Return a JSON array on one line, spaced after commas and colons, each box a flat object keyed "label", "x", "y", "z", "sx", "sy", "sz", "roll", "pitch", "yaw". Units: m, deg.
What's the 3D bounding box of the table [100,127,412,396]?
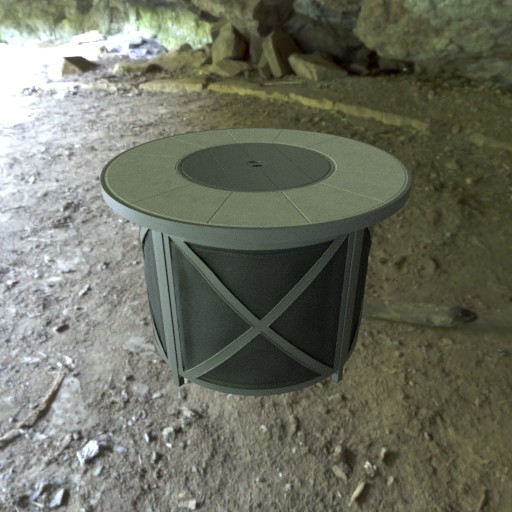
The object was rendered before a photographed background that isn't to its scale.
[{"label": "table", "x": 0.000, "y": 0.000, "z": 1.516, "sx": 0.914, "sy": 0.650, "sz": 0.914, "roll": 0, "pitch": 30, "yaw": 0}]
